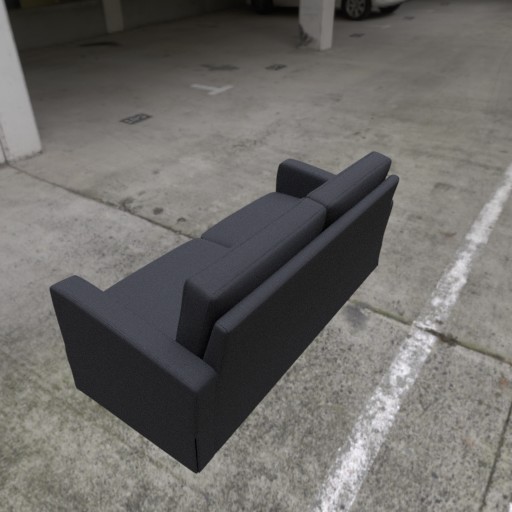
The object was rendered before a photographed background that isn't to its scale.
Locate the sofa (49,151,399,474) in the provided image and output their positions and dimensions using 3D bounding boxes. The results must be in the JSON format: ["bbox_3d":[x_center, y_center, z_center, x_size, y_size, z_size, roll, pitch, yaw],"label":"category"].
[{"bbox_3d":[0.000,0.000,2.347,0.898,0.839,1.852,20,37,29],"label":"sofa"}]
